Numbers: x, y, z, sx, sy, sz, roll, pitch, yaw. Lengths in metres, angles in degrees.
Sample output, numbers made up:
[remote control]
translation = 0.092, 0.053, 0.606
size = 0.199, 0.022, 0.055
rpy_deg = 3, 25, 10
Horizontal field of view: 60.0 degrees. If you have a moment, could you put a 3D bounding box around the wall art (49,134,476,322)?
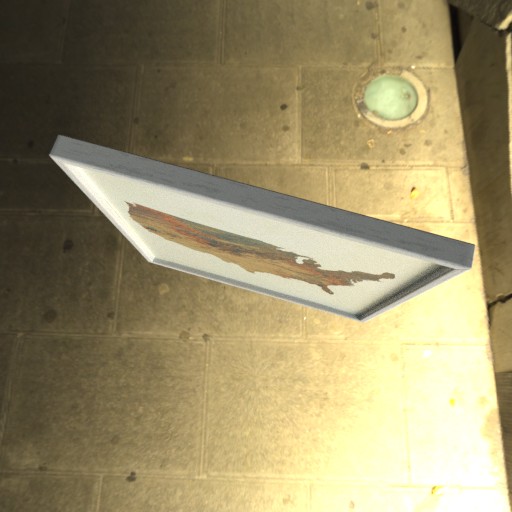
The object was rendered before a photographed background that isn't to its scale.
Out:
[wall art]
translation = 0.000, 0.000, 1.923
size = 1.287, 1.288, 0.078
rpy_deg = 15, 75, 4
